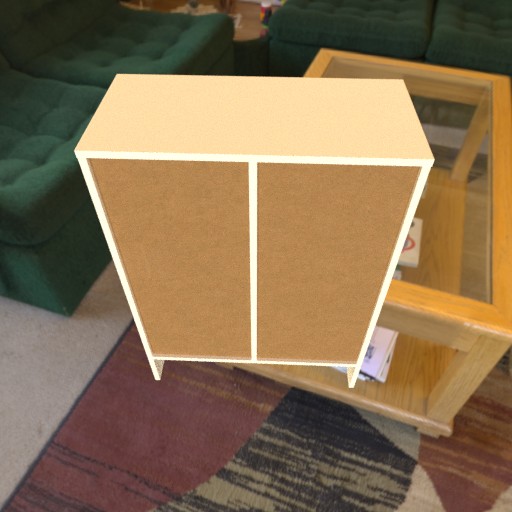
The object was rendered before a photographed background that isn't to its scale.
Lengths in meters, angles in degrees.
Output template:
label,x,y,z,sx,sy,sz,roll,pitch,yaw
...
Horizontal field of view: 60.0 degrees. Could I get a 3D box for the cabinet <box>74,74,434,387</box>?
label,x,y,z,sx,sy,sz,roll,pitch,yaw
cabinet,0.000,0.000,1.137,0.600,0.815,0.296,2,47,2
